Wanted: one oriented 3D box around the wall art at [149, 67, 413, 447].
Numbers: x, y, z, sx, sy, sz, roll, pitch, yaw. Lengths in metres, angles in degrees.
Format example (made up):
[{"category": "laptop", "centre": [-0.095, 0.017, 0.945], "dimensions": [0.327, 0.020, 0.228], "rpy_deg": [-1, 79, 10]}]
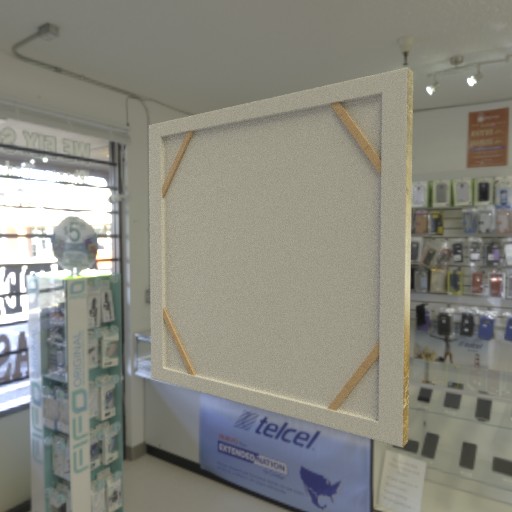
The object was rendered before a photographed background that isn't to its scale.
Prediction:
[{"category": "wall art", "centre": [0.000, 0.000, 1.610], "dimensions": [1.092, 1.091, 0.051], "rpy_deg": [2, 3, 36]}]
